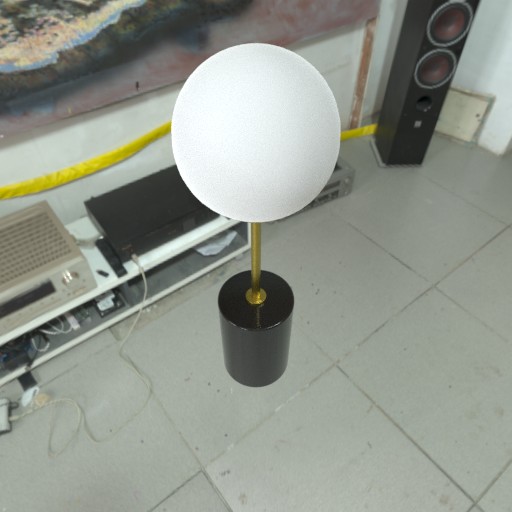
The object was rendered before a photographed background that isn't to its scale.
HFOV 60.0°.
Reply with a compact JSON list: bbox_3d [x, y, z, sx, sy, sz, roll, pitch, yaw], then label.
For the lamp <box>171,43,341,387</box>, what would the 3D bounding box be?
[{"bbox_3d":[0.000,0.000,0.528,0.153,0.480,0.153,0,48,0],"label":"lamp"}]
